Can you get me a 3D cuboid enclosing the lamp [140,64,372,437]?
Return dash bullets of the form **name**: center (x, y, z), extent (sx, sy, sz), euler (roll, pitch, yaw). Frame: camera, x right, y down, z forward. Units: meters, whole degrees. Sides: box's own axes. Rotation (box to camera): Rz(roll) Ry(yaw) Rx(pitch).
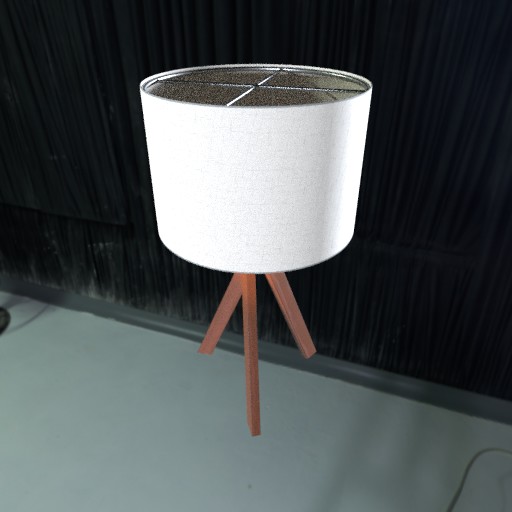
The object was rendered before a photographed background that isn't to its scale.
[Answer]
- **lamp**: center (0.000, 0.000, 0.919), extent (0.380, 0.686, 0.380), euler (8, 32, 14)
